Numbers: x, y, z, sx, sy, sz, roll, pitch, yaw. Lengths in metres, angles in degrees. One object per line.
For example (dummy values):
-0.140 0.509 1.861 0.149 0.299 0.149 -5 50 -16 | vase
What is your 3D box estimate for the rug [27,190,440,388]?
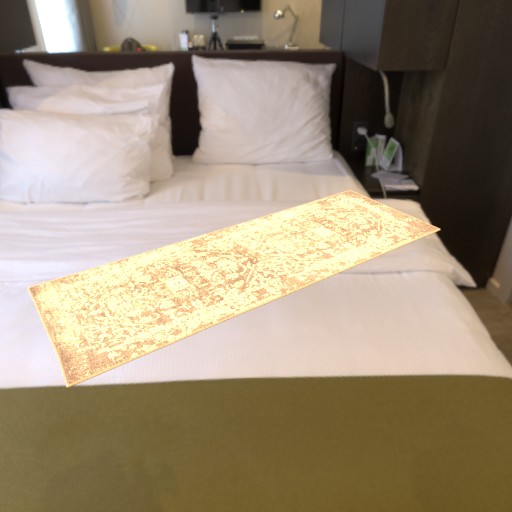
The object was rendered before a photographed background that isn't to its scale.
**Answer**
0.000 0.000 2.693 2.452 0.017 0.855 -19 36 -29 | rug
